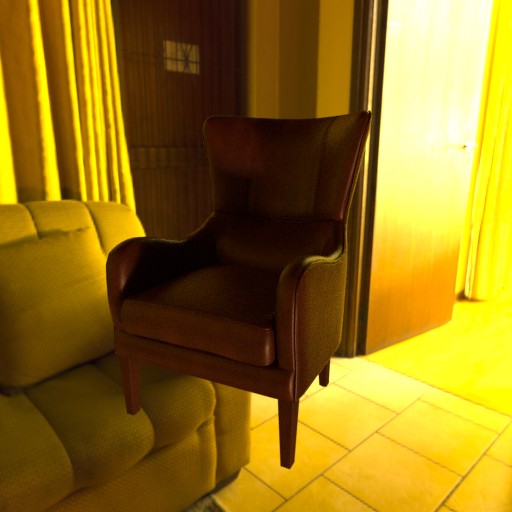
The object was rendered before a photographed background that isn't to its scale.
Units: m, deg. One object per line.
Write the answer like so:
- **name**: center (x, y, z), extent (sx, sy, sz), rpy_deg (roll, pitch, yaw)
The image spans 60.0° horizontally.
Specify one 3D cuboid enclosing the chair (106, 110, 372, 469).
- **chair**: center (0.000, 0.000, 1.646), extent (0.692, 1.048, 0.914), rpy_deg (7, 16, 26)
